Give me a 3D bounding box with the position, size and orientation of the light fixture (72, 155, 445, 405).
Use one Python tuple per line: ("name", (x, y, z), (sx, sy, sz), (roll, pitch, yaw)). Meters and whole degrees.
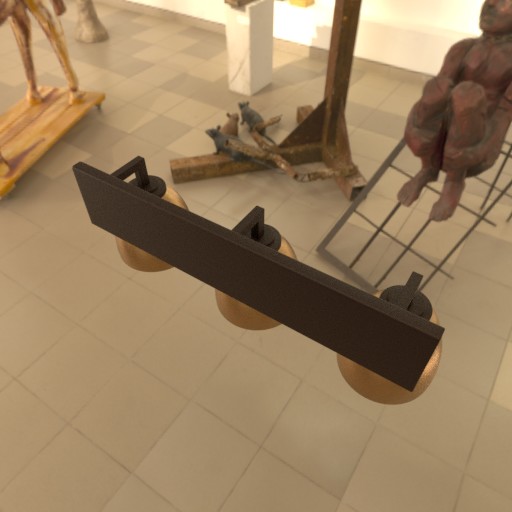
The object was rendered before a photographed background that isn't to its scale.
("light fixture", (0.000, 0.000, 0.662), (0.582, 0.204, 0.157), (25, 51, 22))
